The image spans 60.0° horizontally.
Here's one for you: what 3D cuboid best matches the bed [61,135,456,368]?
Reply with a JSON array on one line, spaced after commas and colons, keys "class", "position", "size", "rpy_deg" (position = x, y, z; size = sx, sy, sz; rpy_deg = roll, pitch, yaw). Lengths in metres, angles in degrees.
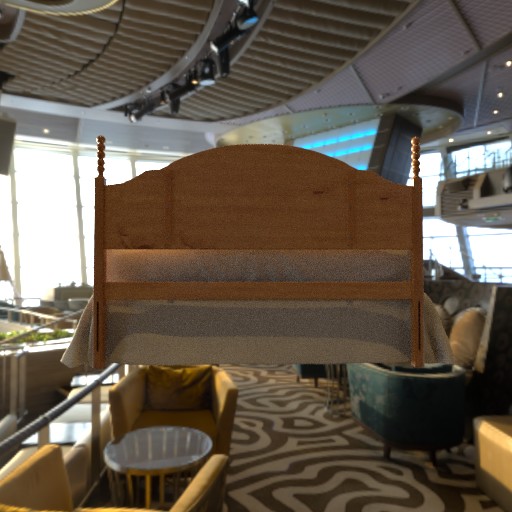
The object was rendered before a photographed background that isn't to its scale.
[{"class": "bed", "position": [0.000, 0.000, 3.668], "size": [2.322, 1.355, 2.219], "rpy_deg": [0, -2, -1]}]
